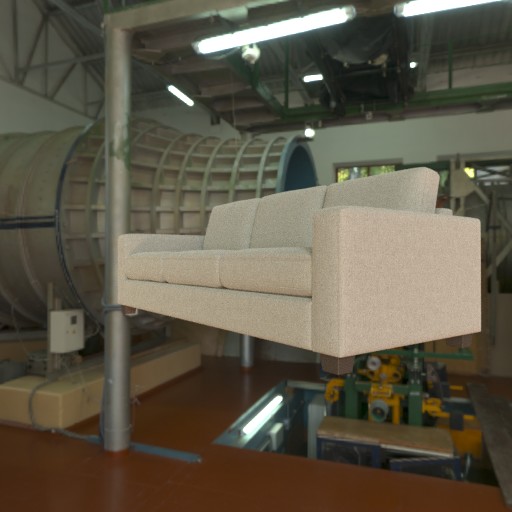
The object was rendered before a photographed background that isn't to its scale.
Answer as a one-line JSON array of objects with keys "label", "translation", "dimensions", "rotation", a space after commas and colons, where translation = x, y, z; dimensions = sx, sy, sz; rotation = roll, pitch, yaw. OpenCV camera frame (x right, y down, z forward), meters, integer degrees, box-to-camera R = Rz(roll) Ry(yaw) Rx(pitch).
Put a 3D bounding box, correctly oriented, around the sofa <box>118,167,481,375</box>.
[{"label": "sofa", "translation": [0.000, 0.000, 2.545], "dimensions": [0.900, 0.800, 2.160], "rotation": [0, -1, -36]}]
